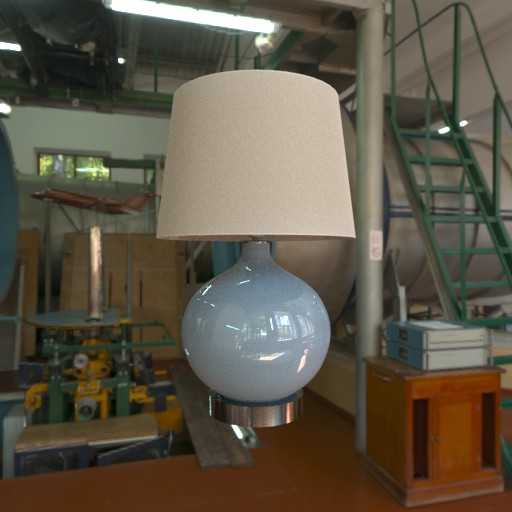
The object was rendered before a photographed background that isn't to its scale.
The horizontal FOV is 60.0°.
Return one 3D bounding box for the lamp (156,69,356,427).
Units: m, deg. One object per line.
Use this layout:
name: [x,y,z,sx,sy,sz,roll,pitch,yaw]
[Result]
lamp: [0.000,0.000,0.561,0.247,0.387,0.247,0,0,0]
